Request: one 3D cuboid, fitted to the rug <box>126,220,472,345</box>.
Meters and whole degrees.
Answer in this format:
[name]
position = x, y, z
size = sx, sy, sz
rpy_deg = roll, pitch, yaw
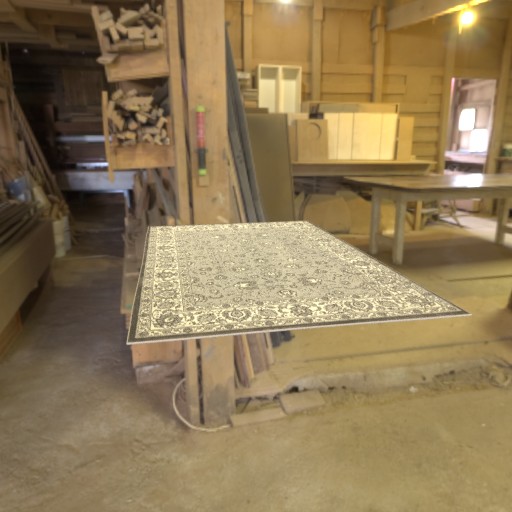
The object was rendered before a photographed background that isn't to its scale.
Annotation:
[rug]
position = 0.000, 0.000, 3.025
size = 1.524, 0.011, 2.438
rpy_deg = -3, 15, -11
